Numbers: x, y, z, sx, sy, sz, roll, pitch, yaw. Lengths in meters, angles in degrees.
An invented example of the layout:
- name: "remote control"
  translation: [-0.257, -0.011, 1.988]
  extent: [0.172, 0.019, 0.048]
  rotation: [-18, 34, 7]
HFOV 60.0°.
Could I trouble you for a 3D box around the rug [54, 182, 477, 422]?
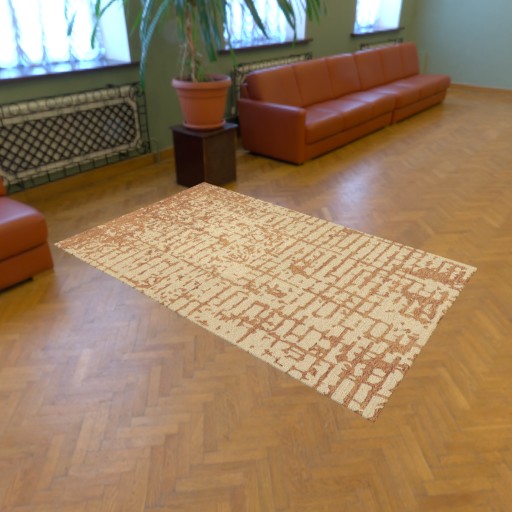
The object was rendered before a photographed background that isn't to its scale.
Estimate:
- name: "rug"
  translation: [0.000, 0.000, 2.987]
  extent: [2.435, 0.011, 1.517]
  rotation: [22, 37, 32]
